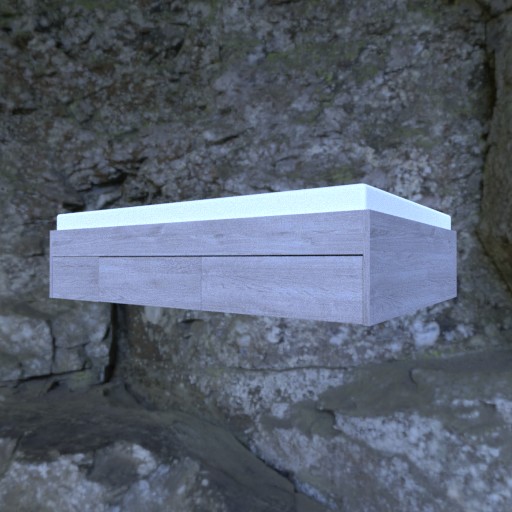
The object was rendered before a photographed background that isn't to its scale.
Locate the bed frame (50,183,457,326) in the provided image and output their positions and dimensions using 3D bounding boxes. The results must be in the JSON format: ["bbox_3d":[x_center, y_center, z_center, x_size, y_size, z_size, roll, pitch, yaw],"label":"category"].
[{"bbox_3d":[0.000,0.000,2.641,1.944,0.490,1.448,0,-1,35],"label":"bed frame"}]
